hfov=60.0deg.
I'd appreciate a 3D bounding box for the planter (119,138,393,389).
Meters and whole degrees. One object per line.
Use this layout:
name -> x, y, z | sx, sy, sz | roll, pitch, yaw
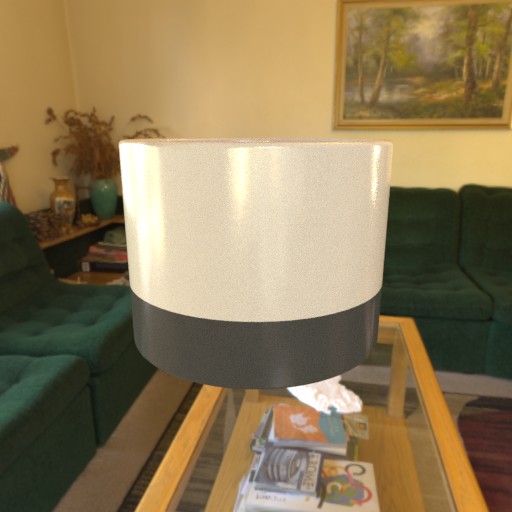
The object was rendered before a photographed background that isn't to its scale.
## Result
planter -> 0.000, 0.000, 0.348 | 0.193, 0.177, 0.193 | 0, 16, 0
